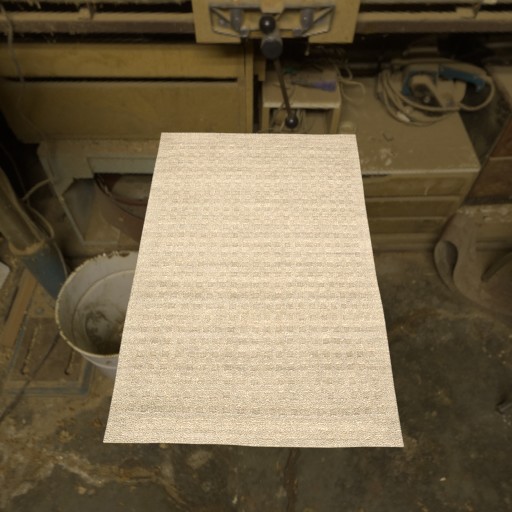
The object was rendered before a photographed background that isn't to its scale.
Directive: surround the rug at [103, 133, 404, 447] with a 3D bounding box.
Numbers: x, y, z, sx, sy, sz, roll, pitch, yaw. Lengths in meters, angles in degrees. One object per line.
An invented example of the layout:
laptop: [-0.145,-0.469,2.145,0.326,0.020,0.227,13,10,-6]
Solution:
rug: [0.000,0.000,2.870,1.532,0.018,2.297,1,57,0]
